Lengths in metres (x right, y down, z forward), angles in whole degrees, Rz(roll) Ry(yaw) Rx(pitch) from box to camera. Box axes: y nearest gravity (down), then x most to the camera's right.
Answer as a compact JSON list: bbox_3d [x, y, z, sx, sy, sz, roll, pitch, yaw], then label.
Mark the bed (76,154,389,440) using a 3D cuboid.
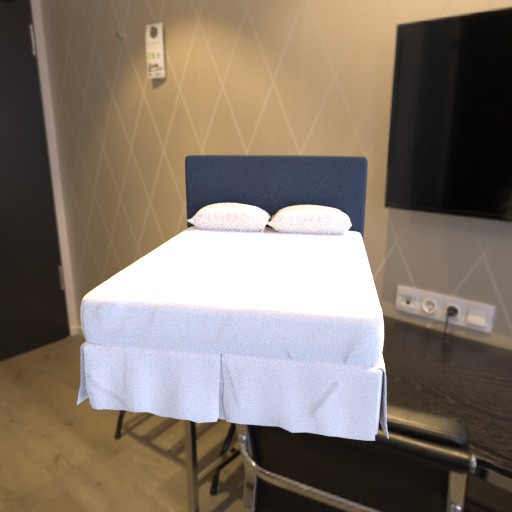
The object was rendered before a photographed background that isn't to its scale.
[{"bbox_3d":[0.000,0.000,3.187,1.713,1.330,2.162,3,16,9],"label":"bed"}]
